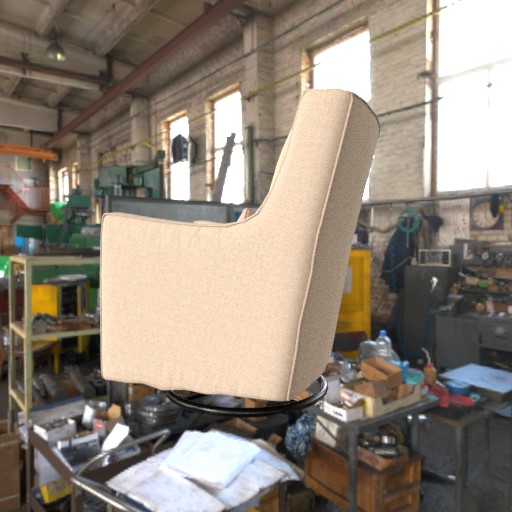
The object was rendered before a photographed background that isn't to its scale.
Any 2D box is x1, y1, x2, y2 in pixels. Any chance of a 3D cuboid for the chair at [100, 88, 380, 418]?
[{"bbox_3d":[0.000,0.000,1.650,0.879,0.993,0.732,1,2,19],"label":"chair"}]
